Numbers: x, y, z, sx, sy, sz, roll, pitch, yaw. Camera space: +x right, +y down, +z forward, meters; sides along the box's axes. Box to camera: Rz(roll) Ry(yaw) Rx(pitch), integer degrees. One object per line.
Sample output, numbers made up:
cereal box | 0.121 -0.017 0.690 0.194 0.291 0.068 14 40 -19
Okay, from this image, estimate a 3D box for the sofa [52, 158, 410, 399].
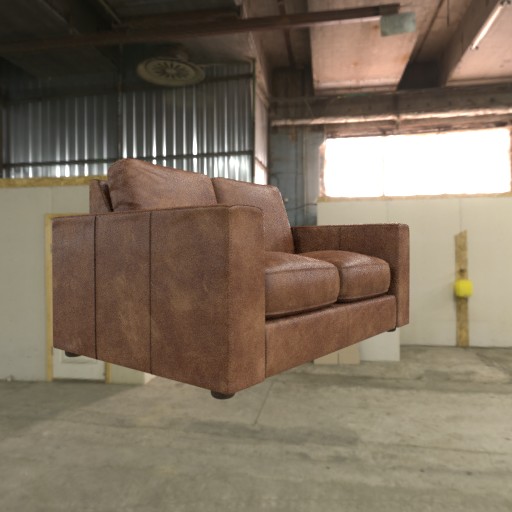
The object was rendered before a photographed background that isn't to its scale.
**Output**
sofa | 0.000 0.000 2.270 1.041 0.889 1.626 1 1 38
